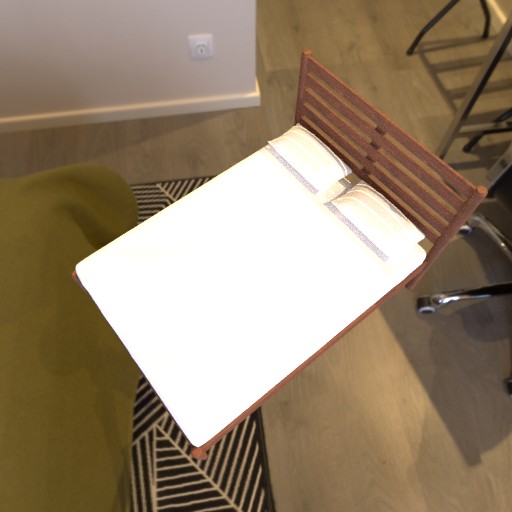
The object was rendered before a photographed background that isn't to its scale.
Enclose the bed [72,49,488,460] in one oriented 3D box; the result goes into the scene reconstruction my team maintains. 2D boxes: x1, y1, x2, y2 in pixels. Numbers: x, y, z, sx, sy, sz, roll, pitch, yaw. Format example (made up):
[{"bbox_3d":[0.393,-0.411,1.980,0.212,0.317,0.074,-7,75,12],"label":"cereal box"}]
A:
[{"bbox_3d":[0.000,0.000,2.975,2.093,1.304,1.509,-35,68,-17],"label":"bed"}]
